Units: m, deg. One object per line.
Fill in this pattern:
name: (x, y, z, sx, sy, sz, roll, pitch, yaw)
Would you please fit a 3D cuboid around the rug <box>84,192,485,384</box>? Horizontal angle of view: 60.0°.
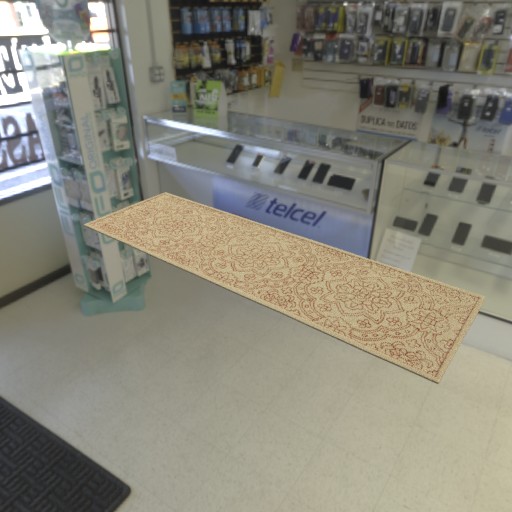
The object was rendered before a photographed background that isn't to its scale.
rug: (0.000, 0.000, 2.701, 2.448, 0.012, 0.769, 21, 36, 32)
